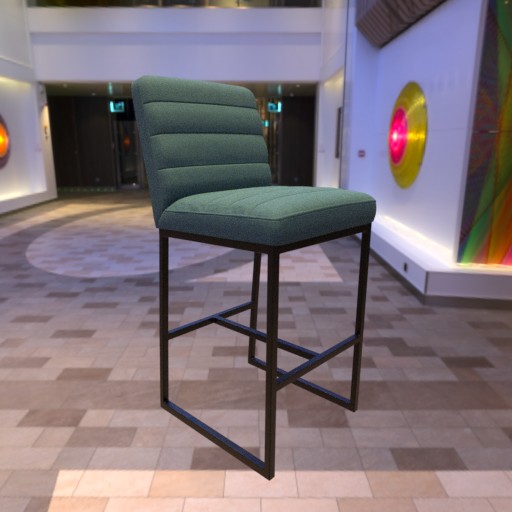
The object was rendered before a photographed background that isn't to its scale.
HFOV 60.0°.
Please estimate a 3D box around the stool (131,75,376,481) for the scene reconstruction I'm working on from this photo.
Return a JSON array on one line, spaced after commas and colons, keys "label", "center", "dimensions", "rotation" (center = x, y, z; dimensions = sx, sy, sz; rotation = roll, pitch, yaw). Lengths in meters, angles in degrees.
[{"label": "stool", "center": [0.000, 0.000, 1.349], "dimensions": [0.560, 1.040, 0.460], "rotation": [13, 19, 42]}]
